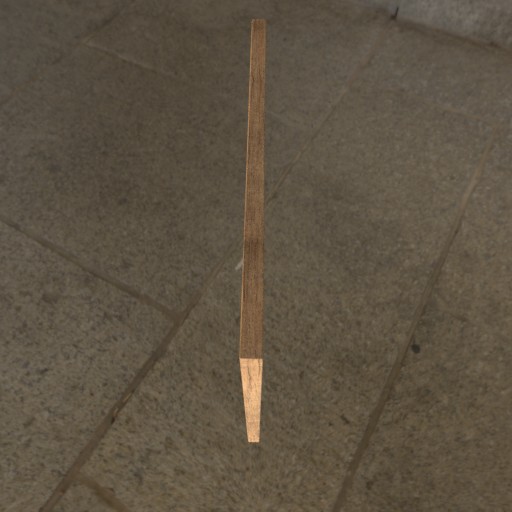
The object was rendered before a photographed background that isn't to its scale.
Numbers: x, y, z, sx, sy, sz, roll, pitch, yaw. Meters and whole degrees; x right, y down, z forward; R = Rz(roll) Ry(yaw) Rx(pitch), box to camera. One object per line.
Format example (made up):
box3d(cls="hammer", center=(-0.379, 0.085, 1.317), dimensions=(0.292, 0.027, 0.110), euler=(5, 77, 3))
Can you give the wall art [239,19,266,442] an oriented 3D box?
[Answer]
box3d(cls="wall art", center=(0.000, 0.000, 1.009), dimensions=(0.029, 0.691, 0.695), euler=(1, 60, 1))
